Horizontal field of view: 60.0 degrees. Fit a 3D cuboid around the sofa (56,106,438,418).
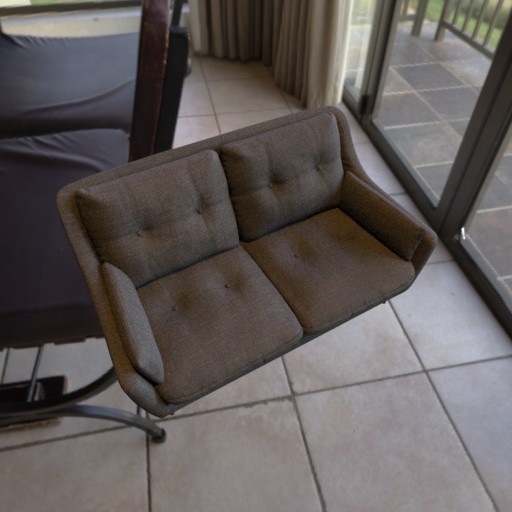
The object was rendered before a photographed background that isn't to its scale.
[{"bbox_3d":[0.000,0.000,2.256,1.646,0.887,0.976,-23,51,-20],"label":"sofa"}]
